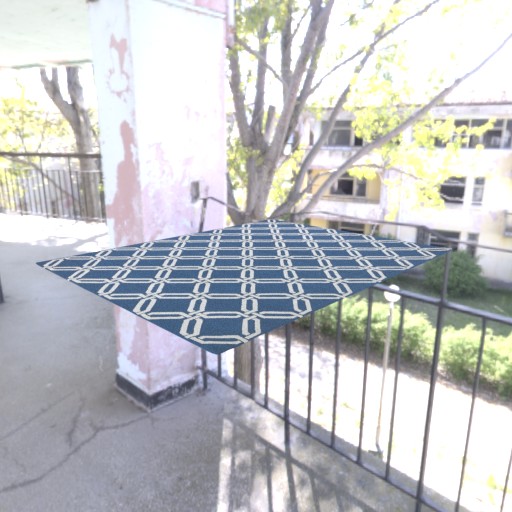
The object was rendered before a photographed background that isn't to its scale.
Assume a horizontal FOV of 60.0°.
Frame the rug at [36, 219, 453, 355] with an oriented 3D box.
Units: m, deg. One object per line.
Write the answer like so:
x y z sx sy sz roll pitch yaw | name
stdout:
0.000 0.000 3.846 2.277 0.020 2.867 14 20 42 | rug
